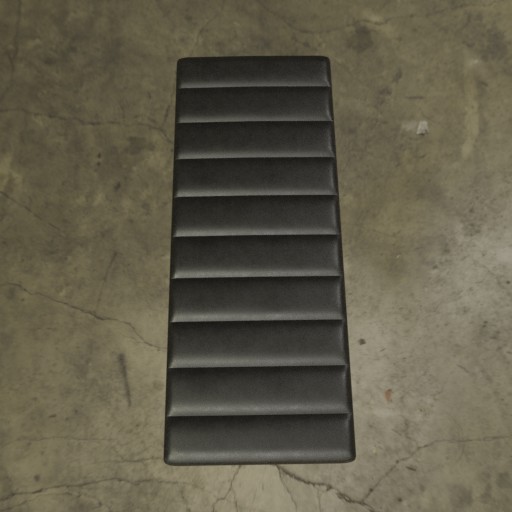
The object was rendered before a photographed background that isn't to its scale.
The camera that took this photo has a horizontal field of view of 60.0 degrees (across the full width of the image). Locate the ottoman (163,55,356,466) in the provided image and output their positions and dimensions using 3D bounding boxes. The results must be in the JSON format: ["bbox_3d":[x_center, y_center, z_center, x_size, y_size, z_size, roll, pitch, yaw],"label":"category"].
[{"bbox_3d":[0.000,0.000,1.399,0.482,0.469,1.151,-1,76,0],"label":"ottoman"}]
